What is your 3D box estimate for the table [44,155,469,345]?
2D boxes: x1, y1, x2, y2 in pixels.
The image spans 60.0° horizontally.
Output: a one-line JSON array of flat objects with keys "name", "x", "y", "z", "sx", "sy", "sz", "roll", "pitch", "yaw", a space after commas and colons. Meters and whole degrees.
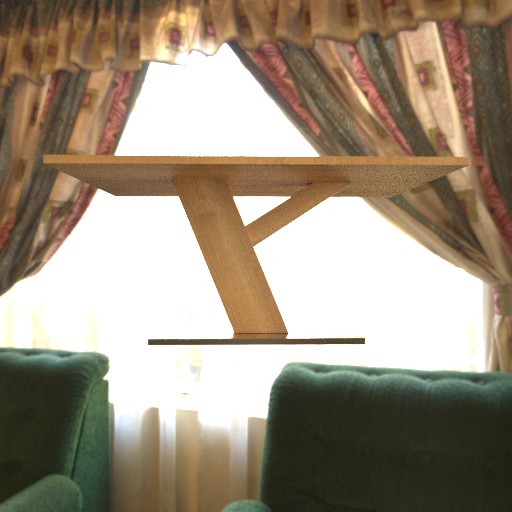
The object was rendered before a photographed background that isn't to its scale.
[{"name": "table", "x": 0.000, "y": 0.000, "z": 2.114, "sx": 1.600, "sy": 0.750, "sz": 0.900, "roll": 0, "pitch": 0, "yaw": -1}]
